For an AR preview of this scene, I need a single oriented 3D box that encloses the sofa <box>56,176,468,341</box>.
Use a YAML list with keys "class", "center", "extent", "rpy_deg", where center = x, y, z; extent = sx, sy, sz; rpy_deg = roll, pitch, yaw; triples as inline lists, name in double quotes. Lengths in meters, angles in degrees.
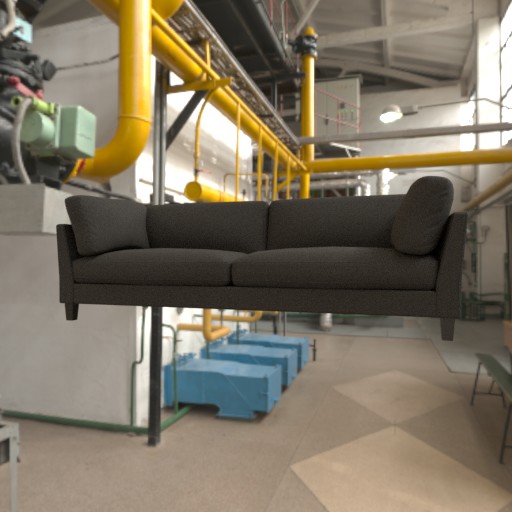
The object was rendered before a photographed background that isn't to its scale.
- class: "sofa"
  center: [0.000, 0.000, 2.779]
  extent: [2.312, 0.792, 0.969]
  rpy_deg: [0, 0, 18]
